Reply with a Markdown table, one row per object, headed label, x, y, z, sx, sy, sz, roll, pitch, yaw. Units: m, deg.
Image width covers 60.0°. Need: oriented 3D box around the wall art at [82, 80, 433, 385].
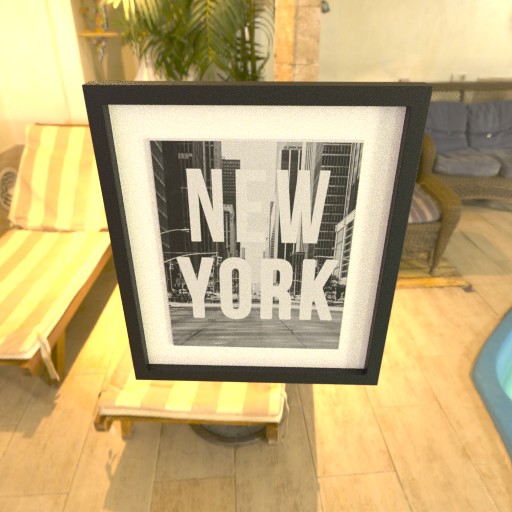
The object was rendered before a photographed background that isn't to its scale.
| label | x | y | z | sx | sy | sz | roll | pitch | yaw |
| --- | --- | --- | --- | --- | --- | --- | --- | --- | --- |
| wall art | 0.000 | 0.000 | 0.519 | 0.328 | 0.381 | 0.028 | 1 | 30 | 2 |
